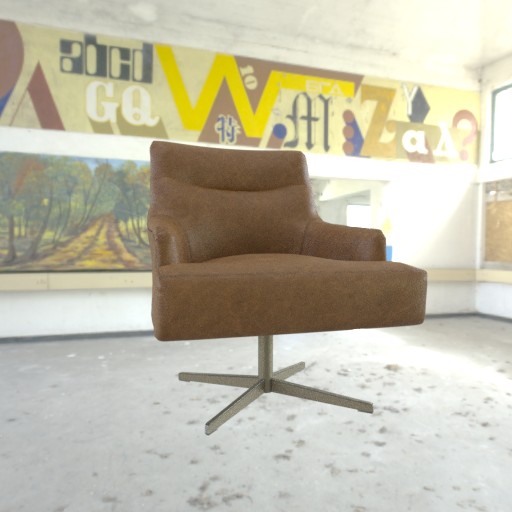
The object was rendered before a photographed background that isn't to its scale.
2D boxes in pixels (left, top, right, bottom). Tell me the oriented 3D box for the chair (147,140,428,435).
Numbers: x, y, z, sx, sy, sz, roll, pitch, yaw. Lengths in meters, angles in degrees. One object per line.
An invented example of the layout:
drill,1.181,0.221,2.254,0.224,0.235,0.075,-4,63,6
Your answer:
chair,0.000,0.000,1.477,0.729,0.869,0.874,0,1,-18
